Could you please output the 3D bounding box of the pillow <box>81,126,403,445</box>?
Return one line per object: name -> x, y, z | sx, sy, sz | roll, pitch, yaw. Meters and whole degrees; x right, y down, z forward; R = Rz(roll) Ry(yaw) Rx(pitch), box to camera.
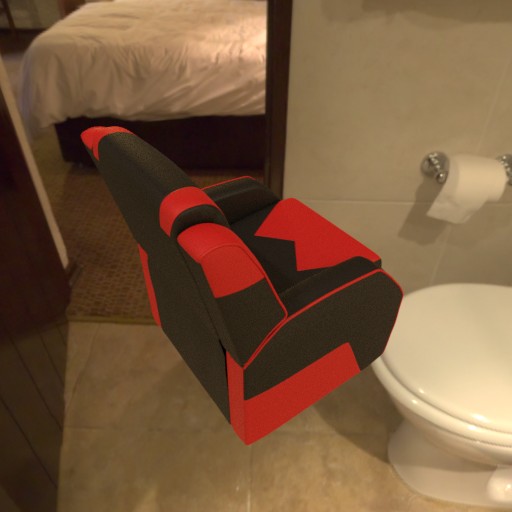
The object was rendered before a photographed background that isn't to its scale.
pillow -> 0.000, 0.000, 1.303 | 0.672, 0.805, 0.620 | -24, 45, -27
